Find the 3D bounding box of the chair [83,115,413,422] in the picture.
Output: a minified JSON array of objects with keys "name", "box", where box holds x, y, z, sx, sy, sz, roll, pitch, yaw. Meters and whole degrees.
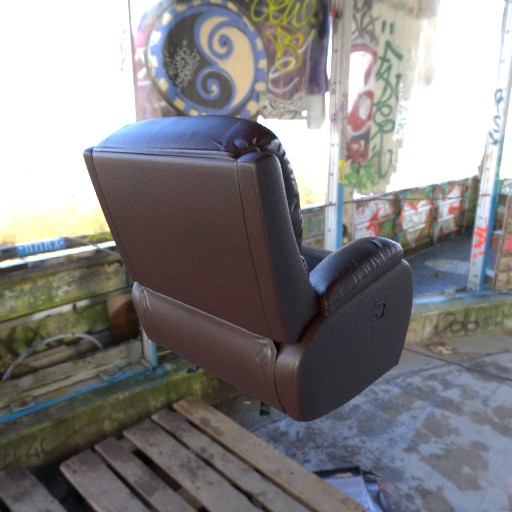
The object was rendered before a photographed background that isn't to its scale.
[{"name":"chair","box":[0.000,0.000,1.701,0.930,1.011,0.899,14,21,42]}]
